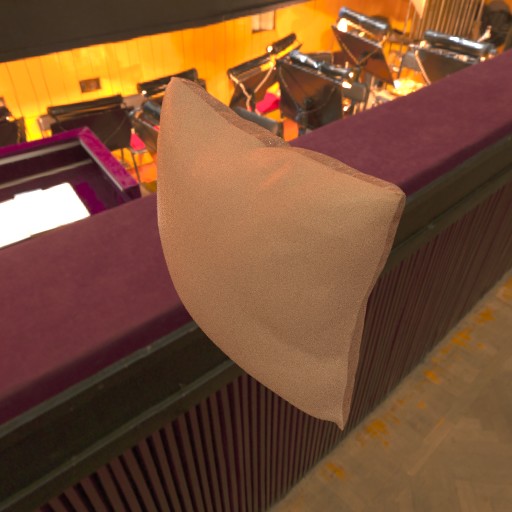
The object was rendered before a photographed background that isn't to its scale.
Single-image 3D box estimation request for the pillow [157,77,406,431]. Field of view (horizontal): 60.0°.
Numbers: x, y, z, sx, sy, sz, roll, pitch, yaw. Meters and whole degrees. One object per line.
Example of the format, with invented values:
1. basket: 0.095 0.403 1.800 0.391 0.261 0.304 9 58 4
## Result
1. pillow: 0.000 0.000 0.709 0.245 0.448 0.450 -26 47 -28
